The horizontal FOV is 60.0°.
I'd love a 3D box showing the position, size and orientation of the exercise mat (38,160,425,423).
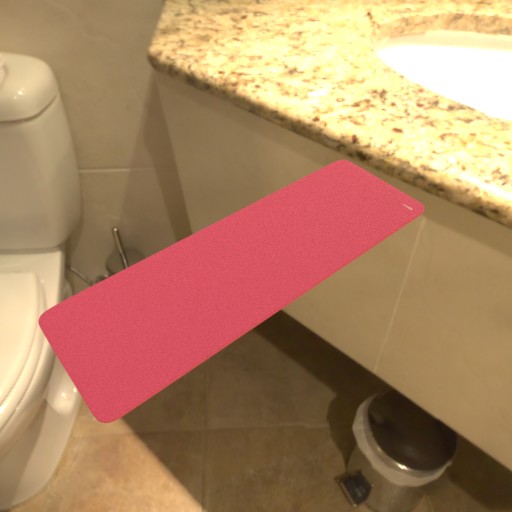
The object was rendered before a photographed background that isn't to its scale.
[{"bbox_3d":[0.000,0.000,2.099,1.884,0.021,0.616,-30,53,-27],"label":"exercise mat"}]
